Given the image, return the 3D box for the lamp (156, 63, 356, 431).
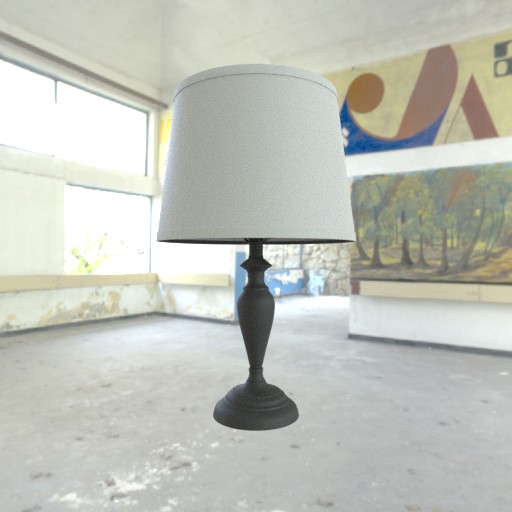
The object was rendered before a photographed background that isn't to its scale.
[{"bbox_3d":[0.000,0.000,0.703,0.310,0.501,0.310,0,0,0],"label":"lamp"}]
